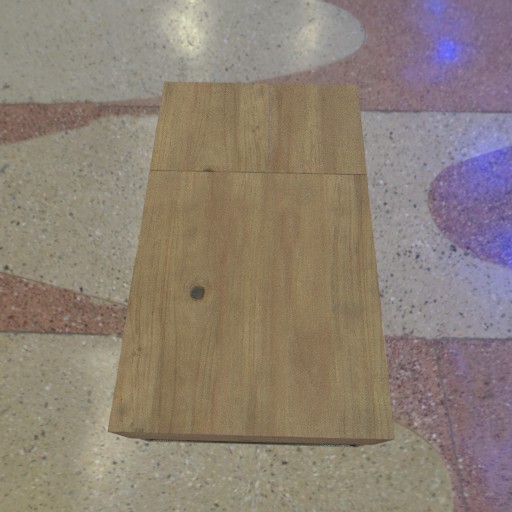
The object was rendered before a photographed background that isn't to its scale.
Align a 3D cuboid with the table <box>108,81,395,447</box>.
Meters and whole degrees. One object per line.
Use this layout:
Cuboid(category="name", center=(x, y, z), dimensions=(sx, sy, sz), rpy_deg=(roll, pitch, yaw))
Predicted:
Cuboid(category="table", center=(0.000, 0.000, 1.421), dimensions=(0.655, 0.395, 1.101), rpy_deg=(1, 64, 1))
